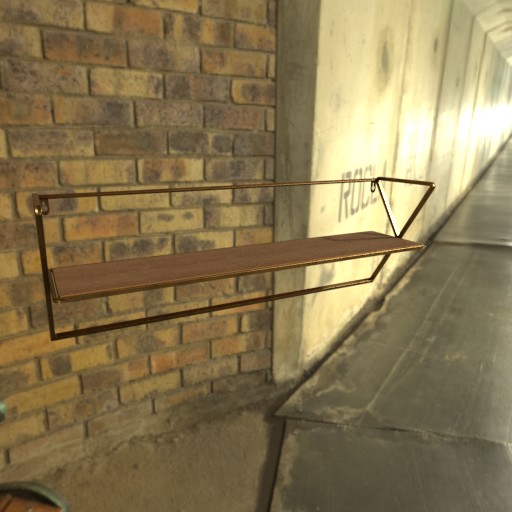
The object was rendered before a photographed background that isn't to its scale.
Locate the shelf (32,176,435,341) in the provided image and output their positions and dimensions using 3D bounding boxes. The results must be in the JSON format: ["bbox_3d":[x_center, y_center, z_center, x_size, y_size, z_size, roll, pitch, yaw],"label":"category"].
[{"bbox_3d":[0.000,0.000,0.742,0.645,0.229,0.150,-7,16,-26],"label":"shelf"}]
